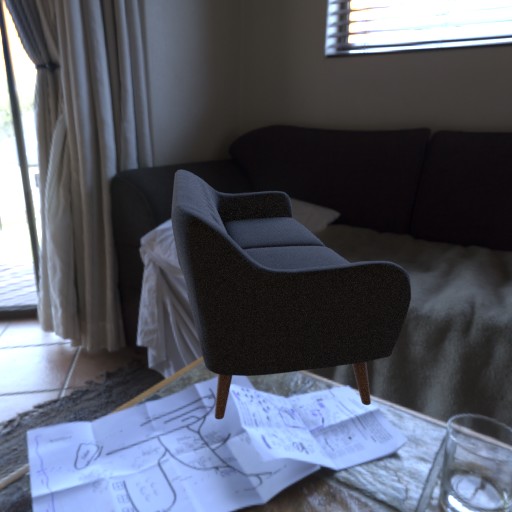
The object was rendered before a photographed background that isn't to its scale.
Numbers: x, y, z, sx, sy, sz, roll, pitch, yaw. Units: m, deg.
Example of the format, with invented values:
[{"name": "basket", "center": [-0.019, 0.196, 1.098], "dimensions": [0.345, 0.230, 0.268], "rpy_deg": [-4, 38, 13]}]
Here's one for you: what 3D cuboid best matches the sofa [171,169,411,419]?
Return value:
[{"name": "sofa", "center": [0.000, 0.000, 2.337], "dimensions": [0.820, 0.820, 1.840], "rpy_deg": [-3, 17, -9]}]
